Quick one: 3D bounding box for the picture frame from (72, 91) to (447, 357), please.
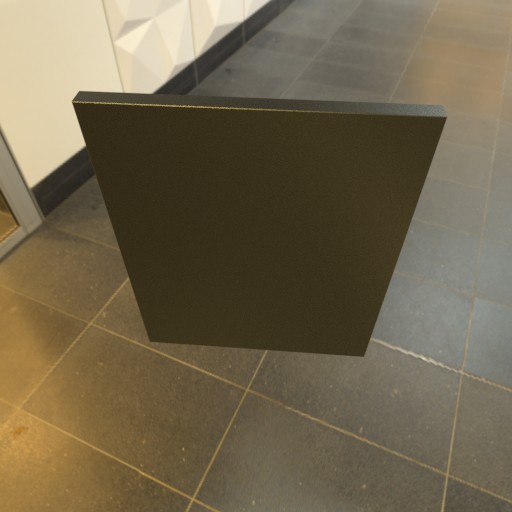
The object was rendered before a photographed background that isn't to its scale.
[{"bbox_3d":[0.000,0.000,0.754,0.460,0.556,0.028,3,47,3],"label":"picture frame"}]
